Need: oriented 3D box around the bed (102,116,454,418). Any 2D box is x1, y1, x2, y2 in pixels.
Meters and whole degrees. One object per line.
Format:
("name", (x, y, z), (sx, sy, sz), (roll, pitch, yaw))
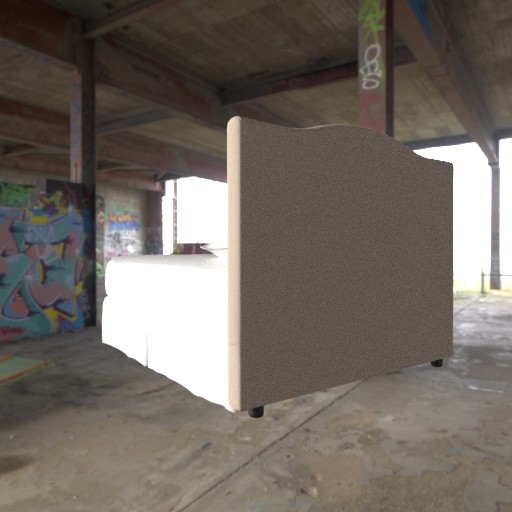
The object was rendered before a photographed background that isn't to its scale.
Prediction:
("bed", (0.000, 0.000, 3.308), (1.753, 1.460, 2.143), (-1, 1, -36))
